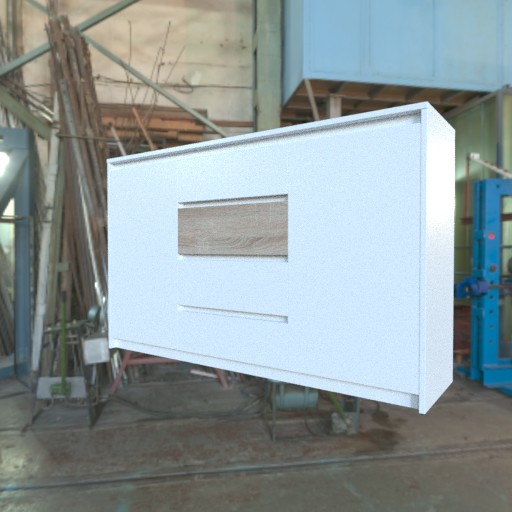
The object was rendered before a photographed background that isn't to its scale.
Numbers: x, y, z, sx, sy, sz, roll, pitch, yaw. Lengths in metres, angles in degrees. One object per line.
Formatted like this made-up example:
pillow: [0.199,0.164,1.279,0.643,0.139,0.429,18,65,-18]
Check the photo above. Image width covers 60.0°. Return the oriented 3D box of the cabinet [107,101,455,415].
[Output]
cabinet: [0.000,0.000,1.835,1.450,0.900,0.380,1,1,35]
